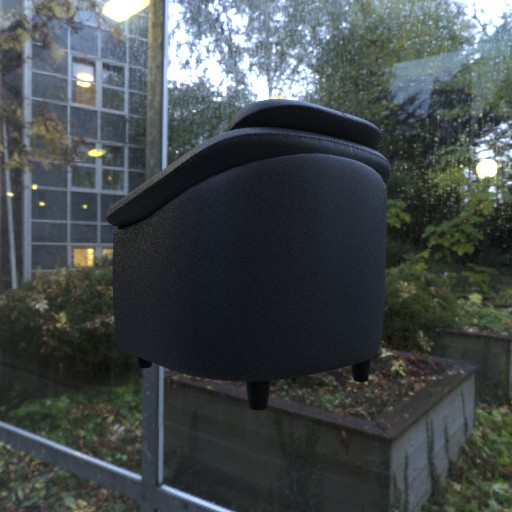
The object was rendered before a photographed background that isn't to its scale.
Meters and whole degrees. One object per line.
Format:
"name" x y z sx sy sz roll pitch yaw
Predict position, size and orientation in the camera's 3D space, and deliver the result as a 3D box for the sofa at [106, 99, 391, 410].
"sofa" 0.000 0.000 1.529 0.870 0.811 0.794 0 -1 -38
